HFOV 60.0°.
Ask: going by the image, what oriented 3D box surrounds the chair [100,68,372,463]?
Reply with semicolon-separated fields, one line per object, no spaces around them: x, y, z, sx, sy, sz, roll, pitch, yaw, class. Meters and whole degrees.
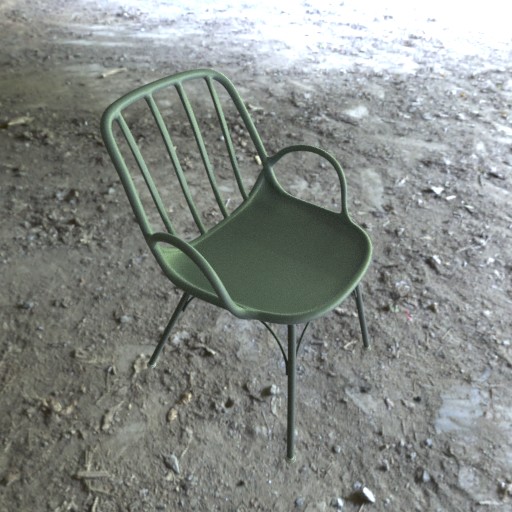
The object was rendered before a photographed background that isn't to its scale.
0.000;0.000;1.192;0.597;0.816;0.549;25;46;27;chair
